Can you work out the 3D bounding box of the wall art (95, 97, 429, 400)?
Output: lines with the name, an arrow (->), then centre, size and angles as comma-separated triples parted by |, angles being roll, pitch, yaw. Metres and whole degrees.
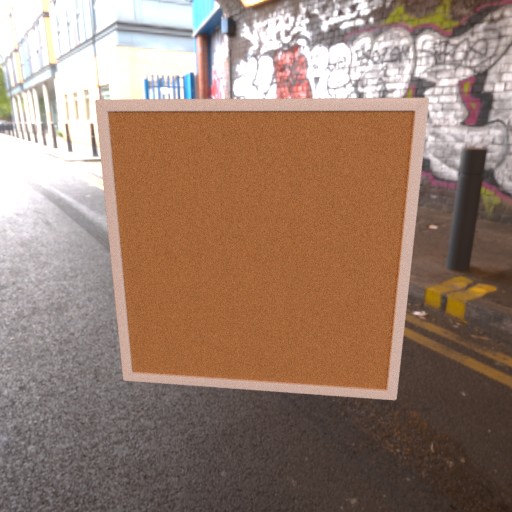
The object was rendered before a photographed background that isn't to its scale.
wall art -> 0.000, 0.000, 0.760 | 0.508, 0.508, 0.038 | 2, 17, 7
